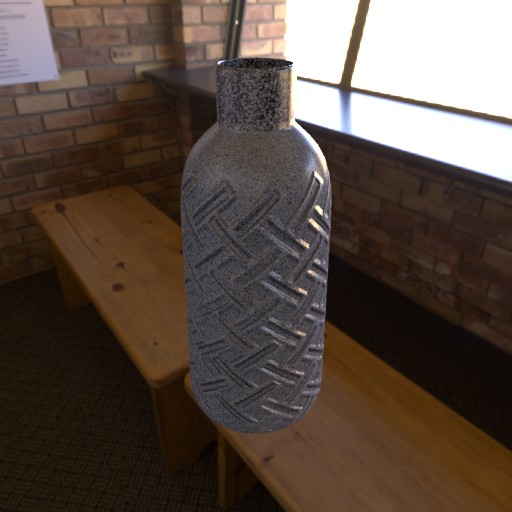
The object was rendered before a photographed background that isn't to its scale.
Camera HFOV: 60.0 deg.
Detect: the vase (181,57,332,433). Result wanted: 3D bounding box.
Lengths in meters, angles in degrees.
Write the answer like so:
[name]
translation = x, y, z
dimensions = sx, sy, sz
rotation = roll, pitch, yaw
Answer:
[vase]
translation = 0.000, 0.000, 0.350
dimensions = 0.122, 0.282, 0.122
rotation = 0, 31, 0
